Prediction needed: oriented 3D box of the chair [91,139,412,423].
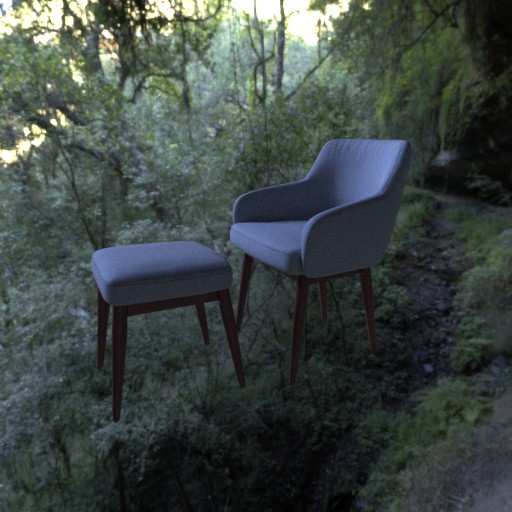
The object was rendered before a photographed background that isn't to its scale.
[{"bbox_3d":[0.000,0.000,1.583,1.107,0.799,0.584,-7,17,-25],"label":"chair"}]
